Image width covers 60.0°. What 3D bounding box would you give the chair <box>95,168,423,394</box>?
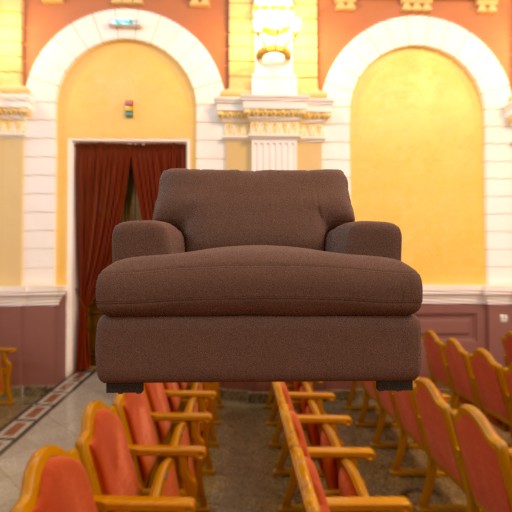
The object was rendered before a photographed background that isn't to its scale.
[{"bbox_3d":[0.000,0.000,2.013,1.168,0.940,1.143,0,0,-2],"label":"chair"}]
